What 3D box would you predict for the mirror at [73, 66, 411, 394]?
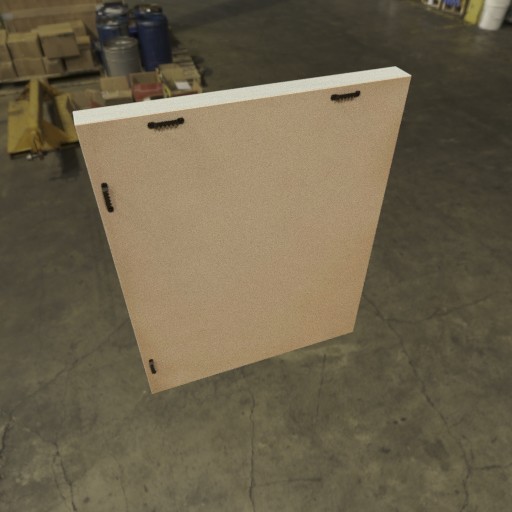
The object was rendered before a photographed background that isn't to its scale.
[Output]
[{"bbox_3d":[0.000,0.000,0.683,0.405,0.508,0.041,-14,43,-15],"label":"mirror"}]
